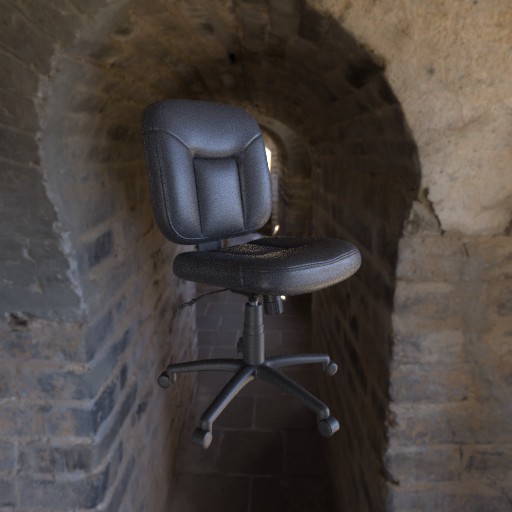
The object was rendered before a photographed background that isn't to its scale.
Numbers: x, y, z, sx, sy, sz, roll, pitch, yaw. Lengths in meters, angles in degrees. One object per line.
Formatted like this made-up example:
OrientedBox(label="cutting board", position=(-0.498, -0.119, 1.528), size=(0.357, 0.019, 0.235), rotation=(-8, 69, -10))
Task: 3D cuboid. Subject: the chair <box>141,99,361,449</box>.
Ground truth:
OrientedBox(label="chair", position=(0.000, 0.000, 1.383), size=(0.647, 0.959, 0.646), rotation=(-13, 18, -43))
